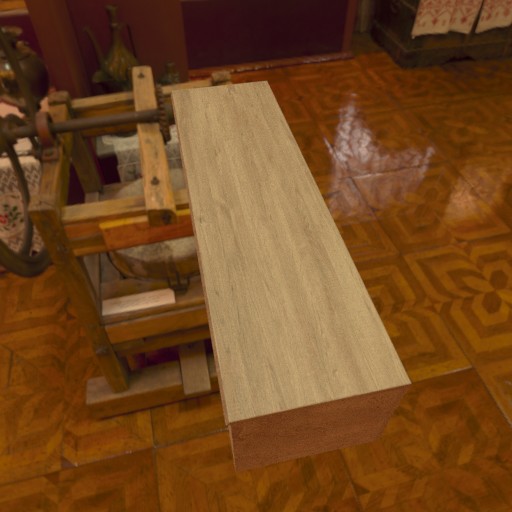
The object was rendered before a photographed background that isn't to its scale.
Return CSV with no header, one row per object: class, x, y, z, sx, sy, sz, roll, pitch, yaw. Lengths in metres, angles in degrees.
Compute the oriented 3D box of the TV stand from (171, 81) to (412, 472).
TV stand,0.000,0.000,1.512,0.401,0.565,1.313,-9,49,-8
